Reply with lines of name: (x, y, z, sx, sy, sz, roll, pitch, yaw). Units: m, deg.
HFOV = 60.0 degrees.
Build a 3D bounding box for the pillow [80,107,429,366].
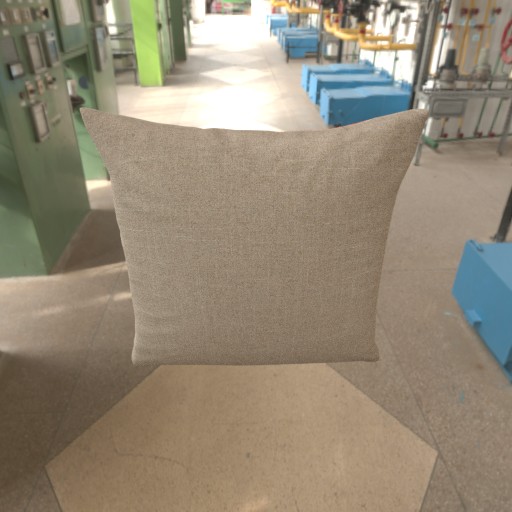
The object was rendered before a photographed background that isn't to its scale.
pillow: (0.000, 0.000, 0.781, 0.513, 0.511, 0.158, -1, 31, -1)
